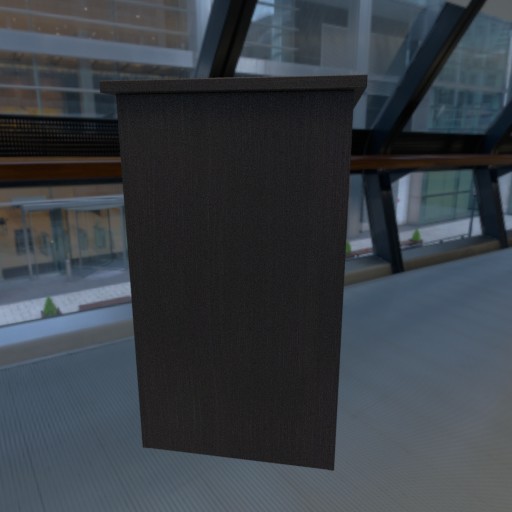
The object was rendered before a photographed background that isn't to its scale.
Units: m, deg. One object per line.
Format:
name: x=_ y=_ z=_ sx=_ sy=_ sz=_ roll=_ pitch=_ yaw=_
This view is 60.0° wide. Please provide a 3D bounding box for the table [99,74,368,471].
table: x=0.000 y=0.000 z=0.923 sx=0.381 sy=0.635 sz=0.480 roll=3 pitch=15 yaw=10
